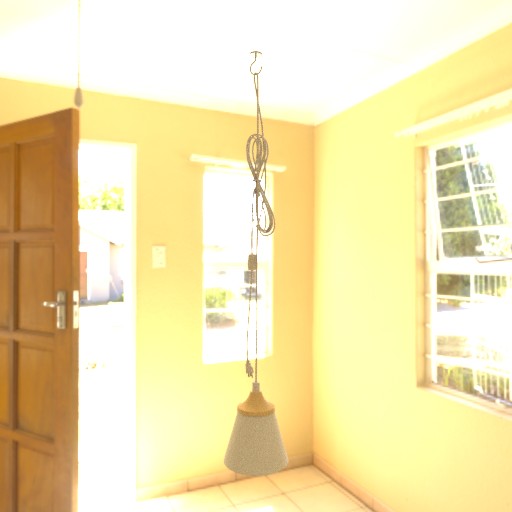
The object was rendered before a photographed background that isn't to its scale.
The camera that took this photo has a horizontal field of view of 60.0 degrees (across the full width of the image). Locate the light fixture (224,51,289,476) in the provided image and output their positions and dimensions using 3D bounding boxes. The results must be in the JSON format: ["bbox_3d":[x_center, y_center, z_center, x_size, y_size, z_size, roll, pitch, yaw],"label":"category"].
[{"bbox_3d":[0.000,0.000,1.054,0.153,0.966,0.153,0,-1,-34],"label":"light fixture"}]
